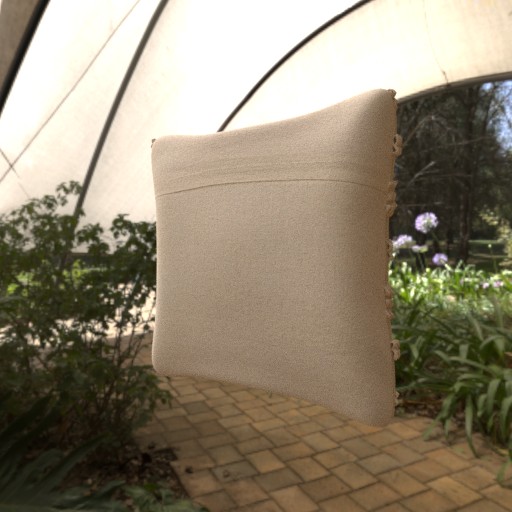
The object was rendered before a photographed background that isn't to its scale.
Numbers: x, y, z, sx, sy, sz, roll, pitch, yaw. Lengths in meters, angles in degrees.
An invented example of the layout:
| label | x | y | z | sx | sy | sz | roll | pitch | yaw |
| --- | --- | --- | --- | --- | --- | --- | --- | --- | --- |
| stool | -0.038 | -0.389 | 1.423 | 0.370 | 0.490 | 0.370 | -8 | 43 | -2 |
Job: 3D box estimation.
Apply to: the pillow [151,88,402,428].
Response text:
| label | x | y | z | sx | sy | sz | roll | pitch | yaw |
| --- | --- | --- | --- | --- | --- | --- | --- | --- | --- |
| pillow | 0.000 | 0.000 | 0.674 | 0.437 | 0.427 | 0.145 | 1 | 1 | 35 |
